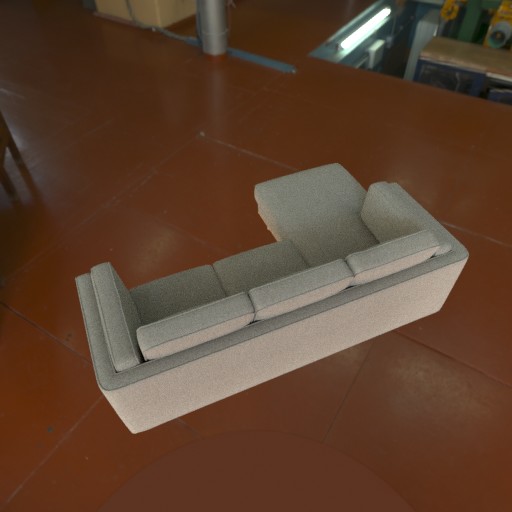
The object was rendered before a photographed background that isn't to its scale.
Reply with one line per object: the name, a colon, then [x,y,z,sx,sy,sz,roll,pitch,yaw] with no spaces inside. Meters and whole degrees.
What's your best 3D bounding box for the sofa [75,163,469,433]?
sofa: [0.000,0.000,3.240,2.411,0.929,1.604,-18,49,-16]
